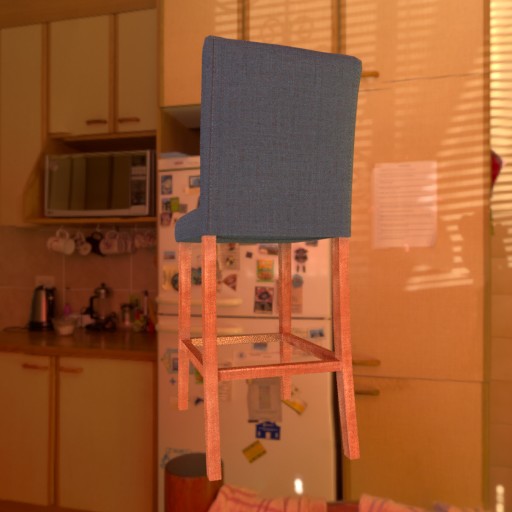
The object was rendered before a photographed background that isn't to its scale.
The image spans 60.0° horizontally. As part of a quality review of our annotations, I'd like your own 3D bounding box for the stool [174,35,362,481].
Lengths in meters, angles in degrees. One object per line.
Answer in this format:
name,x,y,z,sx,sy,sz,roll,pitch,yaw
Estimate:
stool,0.000,0.000,1.391,0.454,1.088,0.574,0,0,-17
